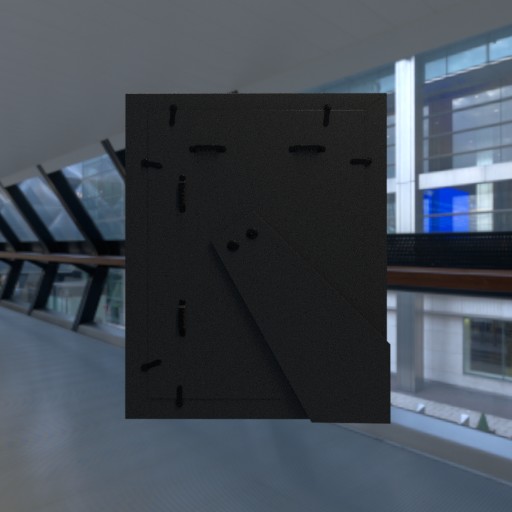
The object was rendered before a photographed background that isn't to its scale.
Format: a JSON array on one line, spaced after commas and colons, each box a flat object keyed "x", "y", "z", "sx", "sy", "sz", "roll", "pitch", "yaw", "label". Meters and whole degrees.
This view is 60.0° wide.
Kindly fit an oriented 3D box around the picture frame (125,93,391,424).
[{"x": 0.000, "y": 0.000, "z": 0.524, "sx": 0.307, "sy": 0.383, "sz": 0.036, "roll": 0, "pitch": 0, "yaw": 0, "label": "picture frame"}]
